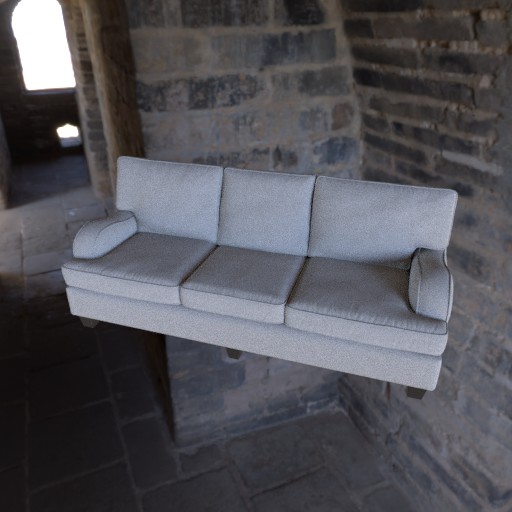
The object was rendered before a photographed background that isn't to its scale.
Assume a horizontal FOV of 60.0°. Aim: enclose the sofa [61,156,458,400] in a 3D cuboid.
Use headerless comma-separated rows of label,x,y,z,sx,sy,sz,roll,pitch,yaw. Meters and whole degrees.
sofa,0.000,0.000,2.875,2.323,0.997,1.016,8,28,16
